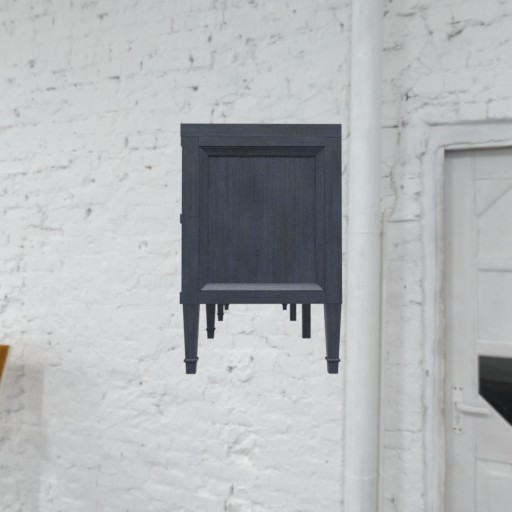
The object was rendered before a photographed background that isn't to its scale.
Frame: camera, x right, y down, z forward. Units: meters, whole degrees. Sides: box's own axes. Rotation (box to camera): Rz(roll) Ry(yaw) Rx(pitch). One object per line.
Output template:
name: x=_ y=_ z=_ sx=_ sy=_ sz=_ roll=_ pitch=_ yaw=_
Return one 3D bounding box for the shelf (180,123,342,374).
shelf: x=0.000 y=0.000 z=2.200 sx=0.471 sy=0.715 sz=1.878 roll=0 pitch=-1 yaw=-1
